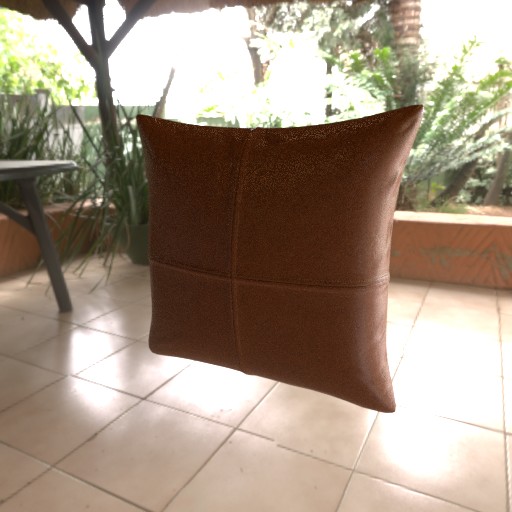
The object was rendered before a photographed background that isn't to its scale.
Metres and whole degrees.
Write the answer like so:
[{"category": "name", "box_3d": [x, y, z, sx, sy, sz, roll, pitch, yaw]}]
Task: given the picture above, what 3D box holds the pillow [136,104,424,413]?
[{"category": "pillow", "box_3d": [0.000, 0.000, 0.757, 0.501, 0.477, 0.192, 7, 16, 25]}]
